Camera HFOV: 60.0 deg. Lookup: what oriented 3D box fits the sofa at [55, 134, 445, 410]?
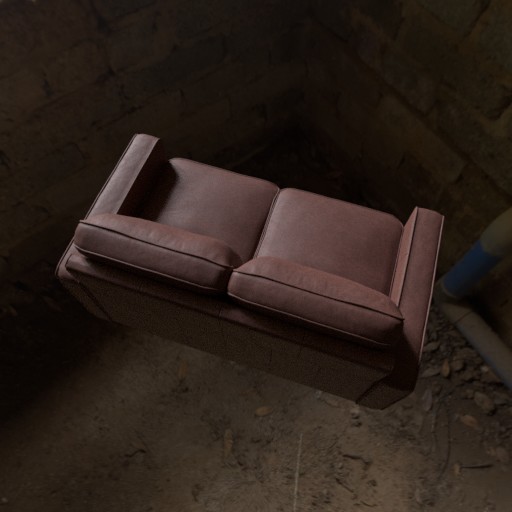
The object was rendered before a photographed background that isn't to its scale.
[{"bbox_3d":[0.000,0.000,2.266,1.709,0.918,0.947,17,64,8],"label":"sofa"}]
